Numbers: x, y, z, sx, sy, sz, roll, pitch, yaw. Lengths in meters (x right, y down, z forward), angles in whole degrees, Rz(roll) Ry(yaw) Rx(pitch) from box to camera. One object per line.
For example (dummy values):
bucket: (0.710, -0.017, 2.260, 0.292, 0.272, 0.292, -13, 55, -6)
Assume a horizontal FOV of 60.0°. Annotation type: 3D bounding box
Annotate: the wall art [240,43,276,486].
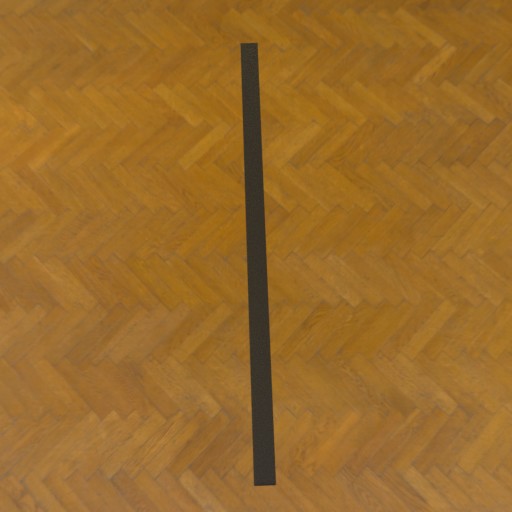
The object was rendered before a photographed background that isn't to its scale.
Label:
wall art: (0.000, 0.000, 0.984, 0.037, 0.303, 0.860, -2, 75, 0)
